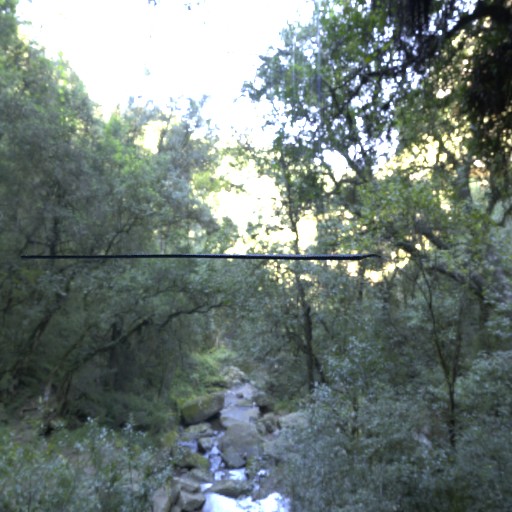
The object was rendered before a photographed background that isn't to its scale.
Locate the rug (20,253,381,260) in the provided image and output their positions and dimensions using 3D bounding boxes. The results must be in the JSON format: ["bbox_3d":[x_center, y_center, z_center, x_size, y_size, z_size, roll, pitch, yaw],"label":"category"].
[{"bbox_3d":[0.000,0.000,2.224,1.159,0.025,1.793,0,0,18],"label":"rug"}]
